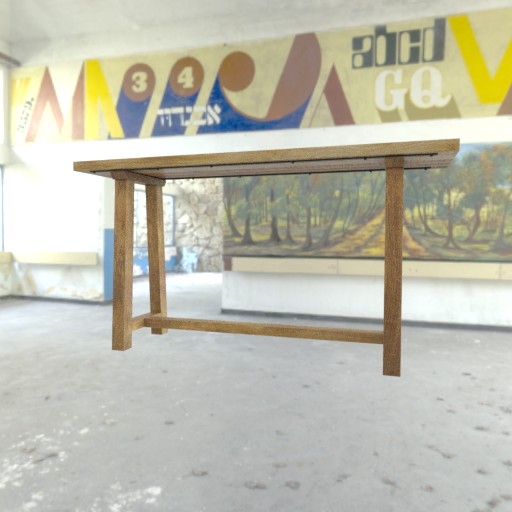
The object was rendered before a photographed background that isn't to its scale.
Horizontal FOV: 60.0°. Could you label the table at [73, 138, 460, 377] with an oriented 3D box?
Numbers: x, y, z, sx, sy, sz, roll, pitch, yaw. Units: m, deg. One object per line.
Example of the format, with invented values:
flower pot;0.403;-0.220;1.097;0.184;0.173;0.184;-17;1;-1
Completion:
table;0.000;0.000;1.888;1.524;0.810;0.405;1;3;18
